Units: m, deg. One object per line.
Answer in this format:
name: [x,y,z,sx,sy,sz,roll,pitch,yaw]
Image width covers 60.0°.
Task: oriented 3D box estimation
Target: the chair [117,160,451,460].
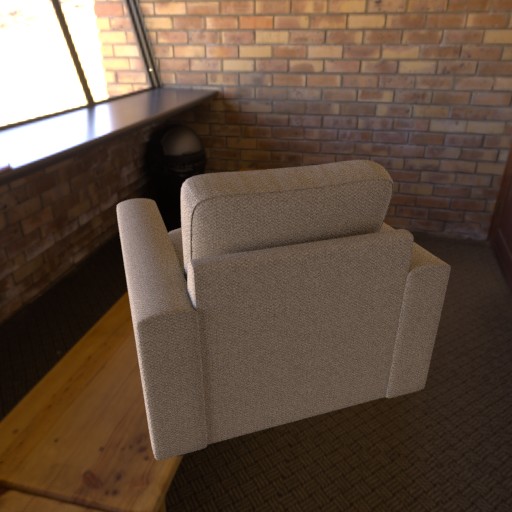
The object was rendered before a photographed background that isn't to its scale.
chair: [0.000,0.000,1.767,1.005,0.873,1.016,-9,28,-16]
